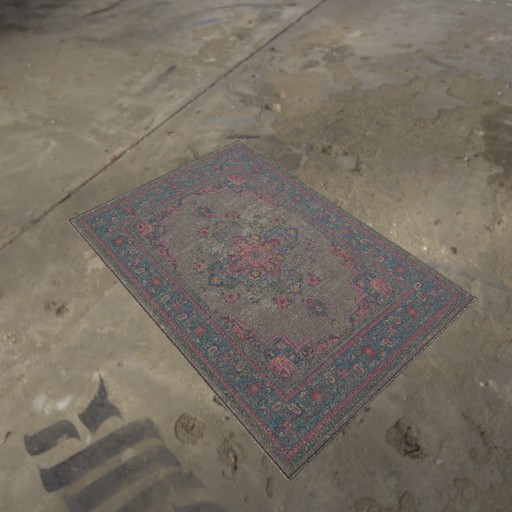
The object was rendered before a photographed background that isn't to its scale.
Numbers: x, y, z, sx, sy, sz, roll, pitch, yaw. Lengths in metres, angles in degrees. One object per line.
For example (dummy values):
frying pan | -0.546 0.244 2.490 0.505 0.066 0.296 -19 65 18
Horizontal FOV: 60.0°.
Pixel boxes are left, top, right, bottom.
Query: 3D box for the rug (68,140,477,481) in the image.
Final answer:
rug | 0.000 0.000 3.702 2.005 0.013 2.890 -32 55 -26
